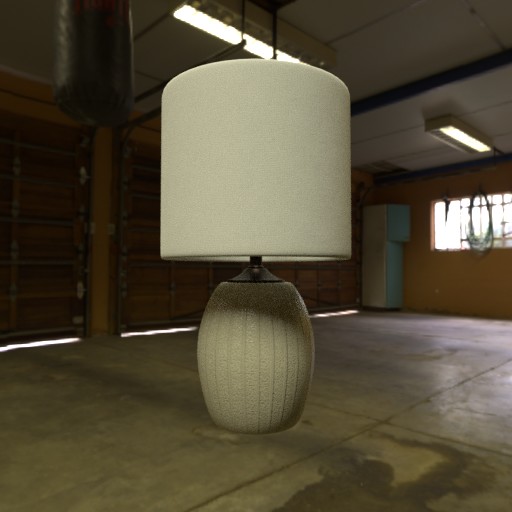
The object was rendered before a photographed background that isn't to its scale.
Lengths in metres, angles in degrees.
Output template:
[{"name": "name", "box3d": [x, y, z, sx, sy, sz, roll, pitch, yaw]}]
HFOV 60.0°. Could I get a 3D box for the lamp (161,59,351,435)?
[{"name": "lamp", "box3d": [0.000, 0.000, 0.781, 0.329, 0.570, 0.329, 0, -2, 1]}]
